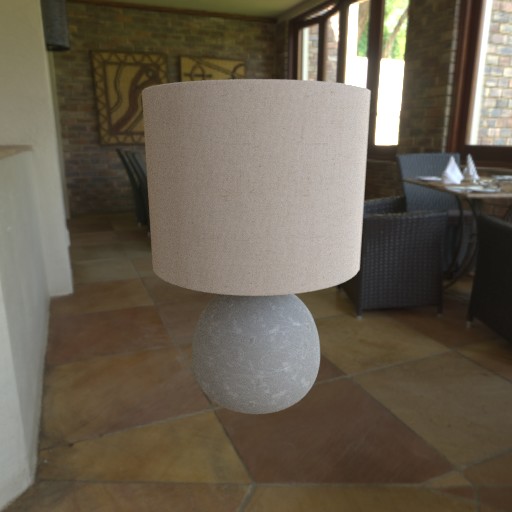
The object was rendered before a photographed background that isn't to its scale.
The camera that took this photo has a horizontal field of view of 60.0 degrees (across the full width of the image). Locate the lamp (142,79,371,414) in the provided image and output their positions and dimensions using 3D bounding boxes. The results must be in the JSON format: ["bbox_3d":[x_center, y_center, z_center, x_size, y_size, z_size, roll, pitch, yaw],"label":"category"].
[{"bbox_3d":[0.000,0.000,0.590,0.269,0.409,0.269,7,16,25],"label":"lamp"}]
